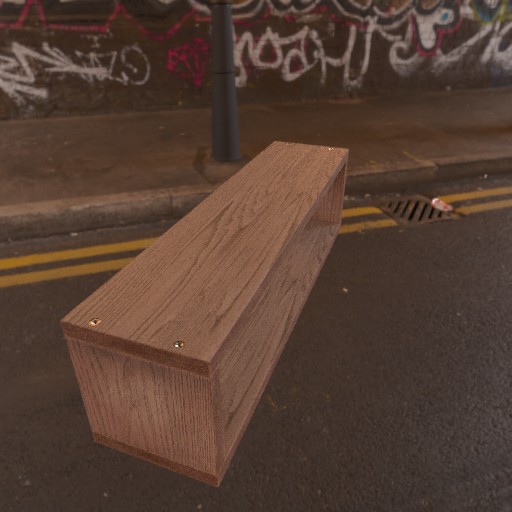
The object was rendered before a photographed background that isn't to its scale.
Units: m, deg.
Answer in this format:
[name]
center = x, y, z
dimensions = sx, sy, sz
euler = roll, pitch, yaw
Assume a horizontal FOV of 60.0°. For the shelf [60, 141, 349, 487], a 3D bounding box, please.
[shelf]
center = 0.000, 0.000, 0.668
dimensions = 0.150, 0.170, 0.610
euler = 11, 32, 18
